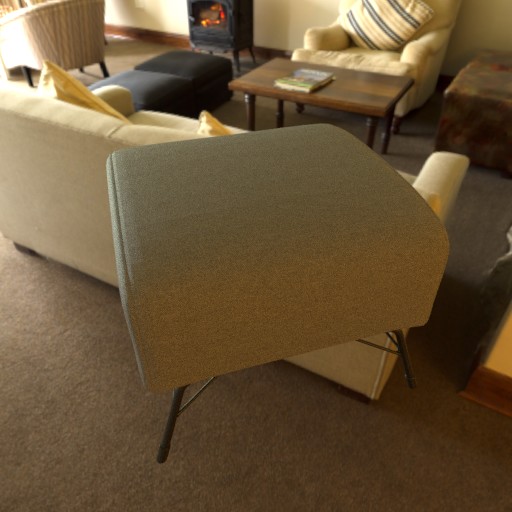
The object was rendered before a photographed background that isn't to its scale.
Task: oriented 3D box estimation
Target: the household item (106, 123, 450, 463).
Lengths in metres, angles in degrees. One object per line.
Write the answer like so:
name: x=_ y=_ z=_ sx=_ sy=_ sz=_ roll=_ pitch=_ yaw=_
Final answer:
household item: x=0.000 y=0.000 z=0.910 sx=0.530 sy=0.410 sz=0.530 roll=-11 pitch=40 yaw=-13
